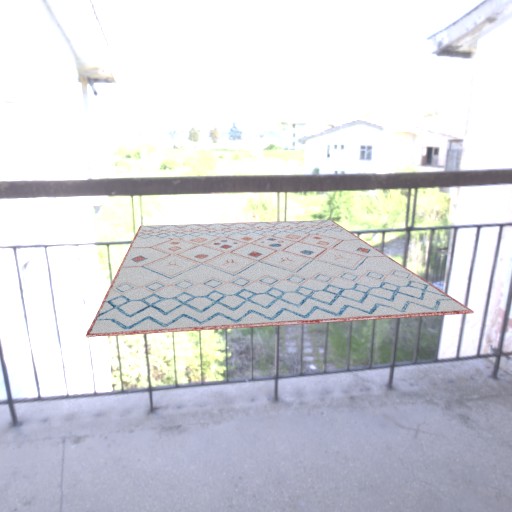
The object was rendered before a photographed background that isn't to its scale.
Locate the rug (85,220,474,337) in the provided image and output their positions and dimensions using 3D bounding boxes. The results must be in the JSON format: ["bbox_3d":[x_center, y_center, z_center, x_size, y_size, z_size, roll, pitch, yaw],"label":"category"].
[{"bbox_3d":[0.000,0.000,4.171,2.441,0.016,3.050,-2,16,-8],"label":"rug"}]
